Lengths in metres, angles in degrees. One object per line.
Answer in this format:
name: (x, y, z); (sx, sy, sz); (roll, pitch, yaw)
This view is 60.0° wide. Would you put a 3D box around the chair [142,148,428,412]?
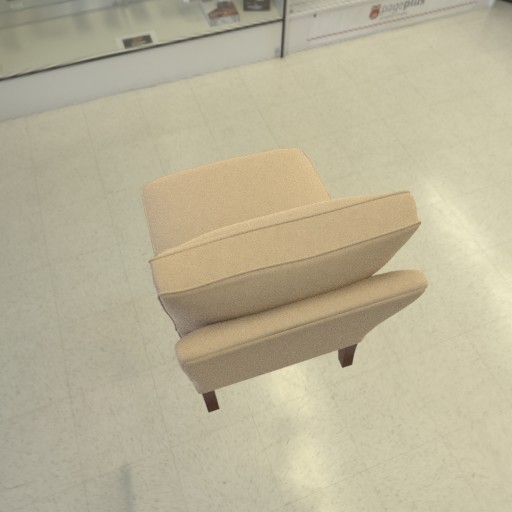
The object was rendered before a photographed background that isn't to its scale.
chair: (0.000, 0.000, 1.662); (0.724, 1.052, 0.912); (-16, 60, -9)
